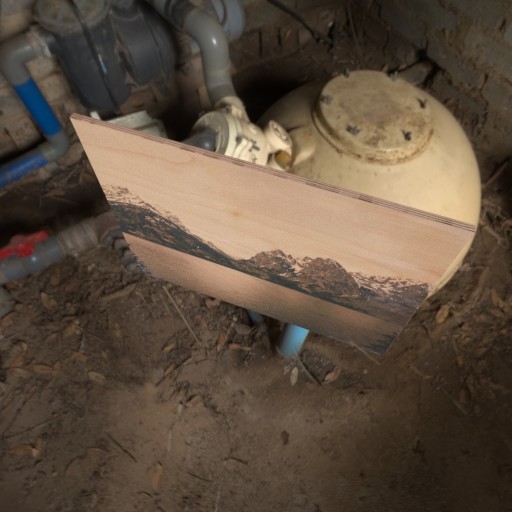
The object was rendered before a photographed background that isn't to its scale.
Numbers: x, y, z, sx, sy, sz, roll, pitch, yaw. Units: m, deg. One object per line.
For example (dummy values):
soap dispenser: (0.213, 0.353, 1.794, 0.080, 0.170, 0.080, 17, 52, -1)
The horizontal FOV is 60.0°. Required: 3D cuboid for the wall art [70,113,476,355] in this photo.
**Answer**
wall art: (0.000, 0.000, 0.700, 0.508, 0.408, 0.010, 18, 60, 10)
